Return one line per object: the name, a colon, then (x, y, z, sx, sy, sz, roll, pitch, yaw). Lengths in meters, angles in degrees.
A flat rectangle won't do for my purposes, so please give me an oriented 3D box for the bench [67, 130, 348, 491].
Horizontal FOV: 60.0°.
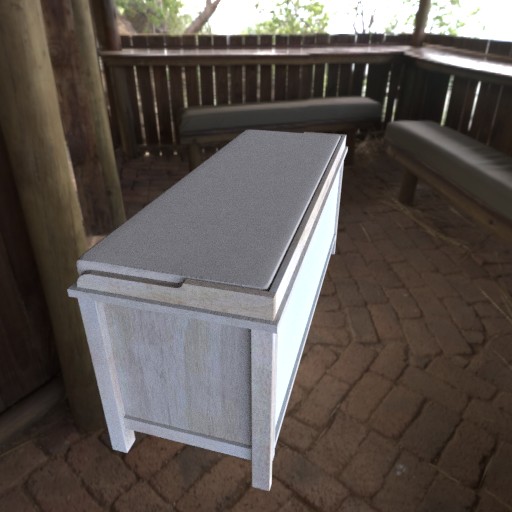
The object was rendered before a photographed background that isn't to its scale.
bench: (0.000, 0.000, 1.346, 0.398, 0.501, 1.140, 8, 30, 14)
